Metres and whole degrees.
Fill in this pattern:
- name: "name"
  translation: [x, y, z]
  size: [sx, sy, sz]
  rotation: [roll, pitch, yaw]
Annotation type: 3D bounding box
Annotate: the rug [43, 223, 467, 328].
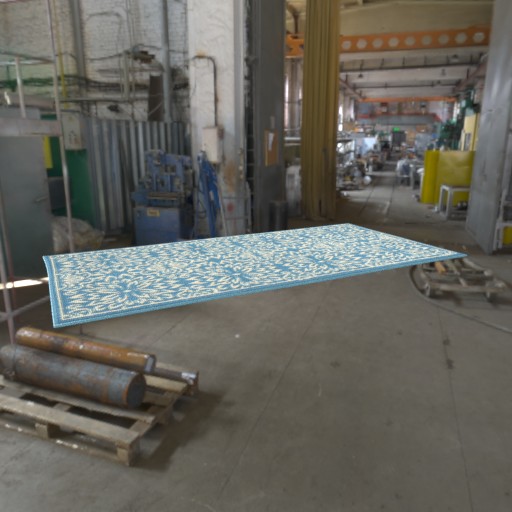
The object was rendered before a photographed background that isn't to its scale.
- name: "rug"
  translation: [0.000, 0.000, 1.415]
  size: [1.219, 0.007, 0.604]
  rotation: [-8, 17, -26]
